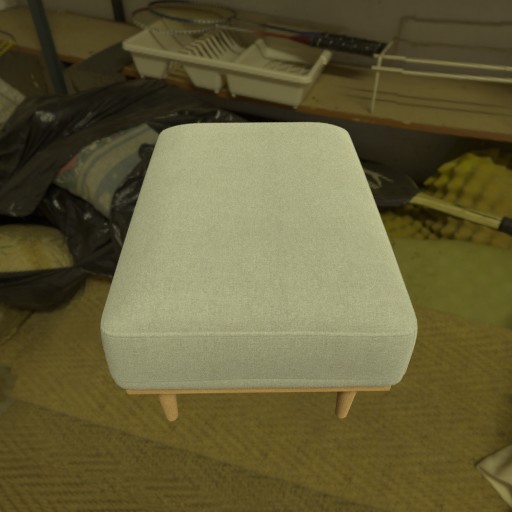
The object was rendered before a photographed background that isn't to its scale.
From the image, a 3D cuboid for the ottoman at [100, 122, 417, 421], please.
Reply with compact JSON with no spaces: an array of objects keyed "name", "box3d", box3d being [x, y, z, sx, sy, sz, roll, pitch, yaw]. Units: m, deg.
[{"name":"ottoman","box3d":[0.000,0.000,1.092,0.549,0.428,0.749,-1,42,-1]}]
